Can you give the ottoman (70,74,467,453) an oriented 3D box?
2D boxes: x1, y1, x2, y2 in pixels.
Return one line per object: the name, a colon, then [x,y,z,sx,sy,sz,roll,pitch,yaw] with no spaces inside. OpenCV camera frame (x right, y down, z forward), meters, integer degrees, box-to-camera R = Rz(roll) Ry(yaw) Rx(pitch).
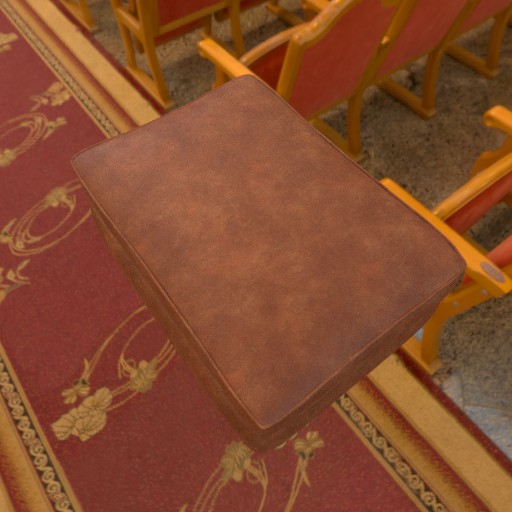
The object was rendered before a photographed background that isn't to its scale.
ottoman: [0.000,0.000,0.970,0.501,0.418,0.665,-33,64,-18]
